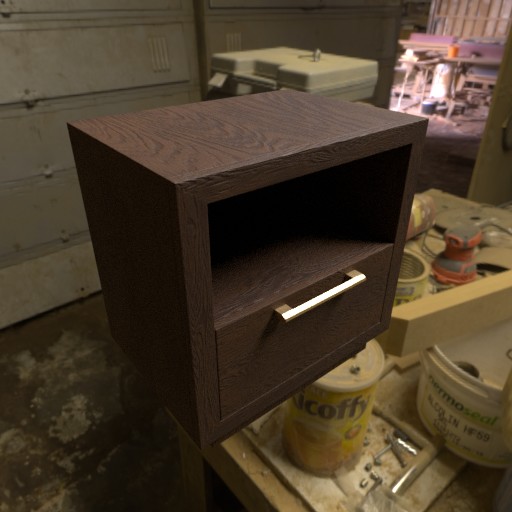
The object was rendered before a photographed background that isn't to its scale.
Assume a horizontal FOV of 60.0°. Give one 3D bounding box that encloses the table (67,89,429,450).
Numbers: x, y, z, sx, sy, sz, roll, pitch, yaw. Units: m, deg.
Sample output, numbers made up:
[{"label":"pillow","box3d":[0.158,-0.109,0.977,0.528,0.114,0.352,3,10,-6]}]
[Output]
[{"label":"table","box3d":[0.000,0.000,0.979,0.560,0.585,0.439,-22,37,-33]}]
